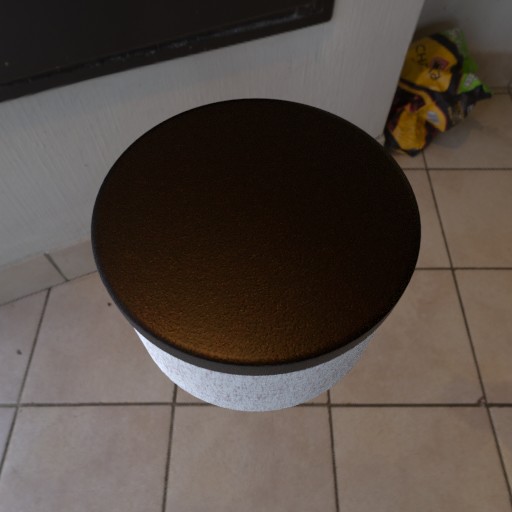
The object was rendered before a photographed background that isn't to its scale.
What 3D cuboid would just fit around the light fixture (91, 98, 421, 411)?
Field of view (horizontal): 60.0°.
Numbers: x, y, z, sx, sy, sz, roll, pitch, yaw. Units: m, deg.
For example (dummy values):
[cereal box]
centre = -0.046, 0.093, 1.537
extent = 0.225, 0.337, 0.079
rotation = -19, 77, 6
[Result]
[light fixture]
centre = 0.000, 0.000, 0.627
extent = 0.389, 0.229, 0.389
rotation = 0, 58, 0
